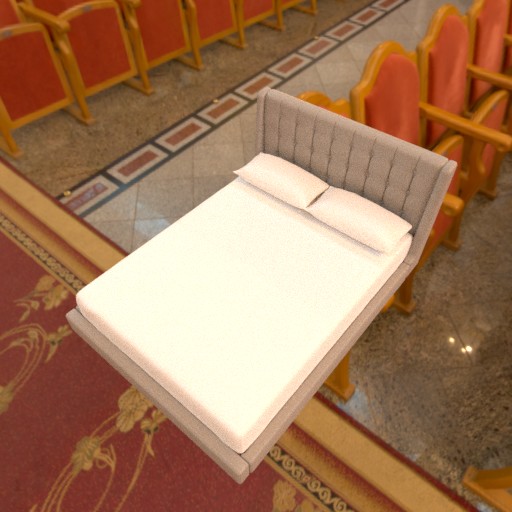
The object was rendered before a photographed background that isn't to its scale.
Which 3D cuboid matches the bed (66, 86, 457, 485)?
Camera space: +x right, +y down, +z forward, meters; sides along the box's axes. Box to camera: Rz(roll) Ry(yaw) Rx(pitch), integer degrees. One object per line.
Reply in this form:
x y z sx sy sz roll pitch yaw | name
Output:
0.000 0.000 3.141 1.656 1.147 2.232 32 55 26 | bed
